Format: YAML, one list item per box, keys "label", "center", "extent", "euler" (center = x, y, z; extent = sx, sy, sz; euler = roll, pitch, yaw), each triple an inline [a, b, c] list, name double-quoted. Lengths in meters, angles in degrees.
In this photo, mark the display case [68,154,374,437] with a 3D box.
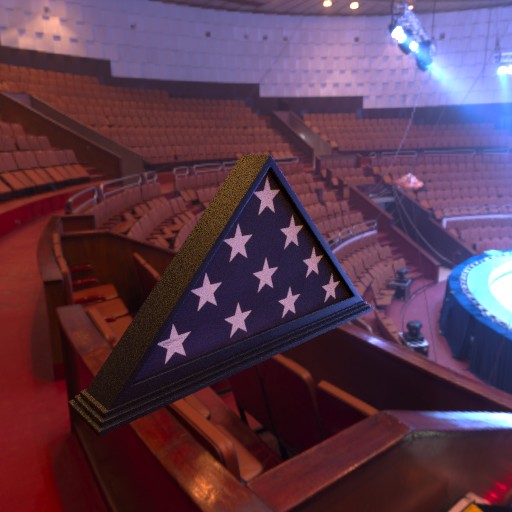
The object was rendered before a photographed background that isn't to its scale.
- label: "display case"
  center: [0.000, 0.000, 0.763]
  extent: [0.640, 0.340, 0.095]
  euler: [-13, 19, -43]
